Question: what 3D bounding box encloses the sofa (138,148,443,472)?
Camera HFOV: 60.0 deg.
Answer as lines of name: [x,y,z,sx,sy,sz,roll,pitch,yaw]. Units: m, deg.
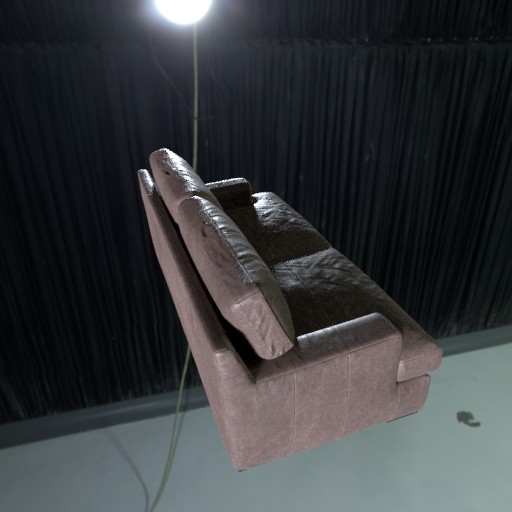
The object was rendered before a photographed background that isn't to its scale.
sofa: [0.000,0.000,2.800,1.143,0.941,2.261,-10,31,-18]
